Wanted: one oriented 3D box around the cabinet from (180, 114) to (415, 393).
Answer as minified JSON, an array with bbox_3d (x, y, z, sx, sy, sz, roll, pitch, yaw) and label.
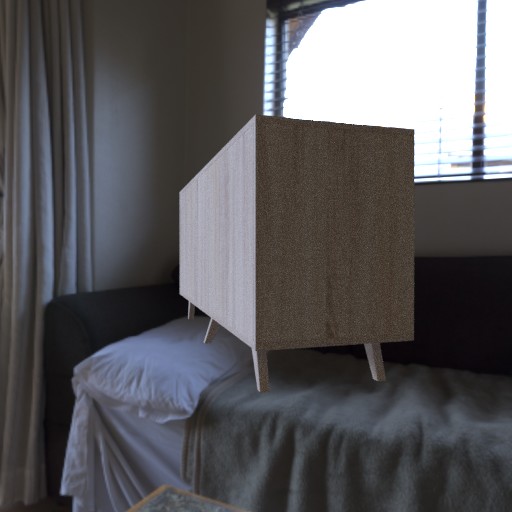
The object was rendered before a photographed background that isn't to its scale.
[{"bbox_3d":[0.000,0.000,2.053,0.500,0.780,1.650,0,1,-17],"label":"cabinet"}]
